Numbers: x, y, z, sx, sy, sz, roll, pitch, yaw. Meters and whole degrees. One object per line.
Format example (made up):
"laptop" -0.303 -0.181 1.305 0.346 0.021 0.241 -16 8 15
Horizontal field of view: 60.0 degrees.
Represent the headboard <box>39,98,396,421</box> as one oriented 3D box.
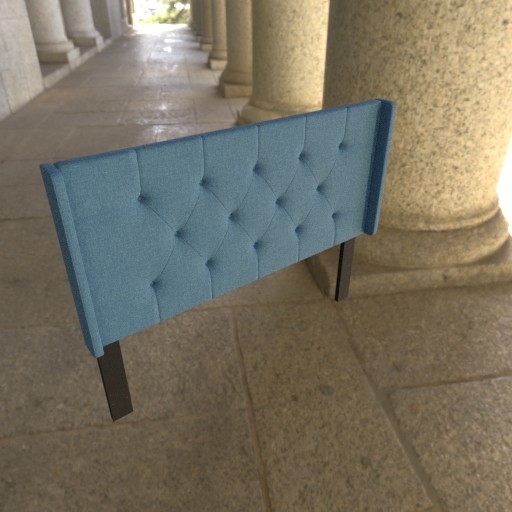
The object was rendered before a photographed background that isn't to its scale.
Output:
"headboard" 0.000 0.000 2.608 2.051 1.524 0.184 -22 37 -32
